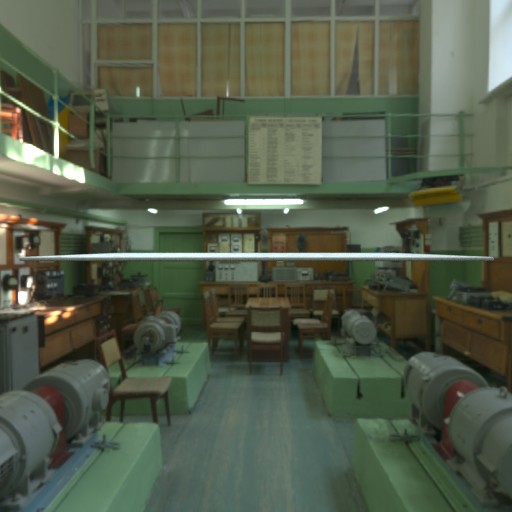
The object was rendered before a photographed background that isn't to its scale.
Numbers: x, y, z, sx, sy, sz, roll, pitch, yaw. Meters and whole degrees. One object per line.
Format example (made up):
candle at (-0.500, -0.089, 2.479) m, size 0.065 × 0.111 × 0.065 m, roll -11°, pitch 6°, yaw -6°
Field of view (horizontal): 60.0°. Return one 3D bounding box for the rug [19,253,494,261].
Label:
rug at (0.000, 0.000, 2.313) m, size 1.828 × 0.015 × 1.222 m, roll 0°, pitch 1°, yaw 0°
